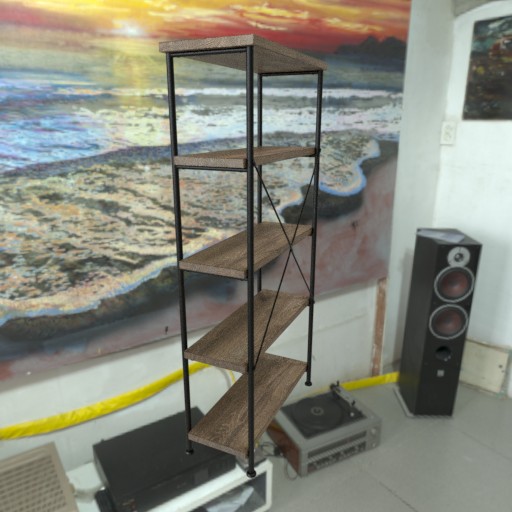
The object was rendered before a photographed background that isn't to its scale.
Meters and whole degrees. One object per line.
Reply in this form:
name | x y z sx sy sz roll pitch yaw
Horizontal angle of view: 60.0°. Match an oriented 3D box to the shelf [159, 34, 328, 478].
shelf | 0.000 0.000 2.034 0.360 1.700 0.800 8 19 24
